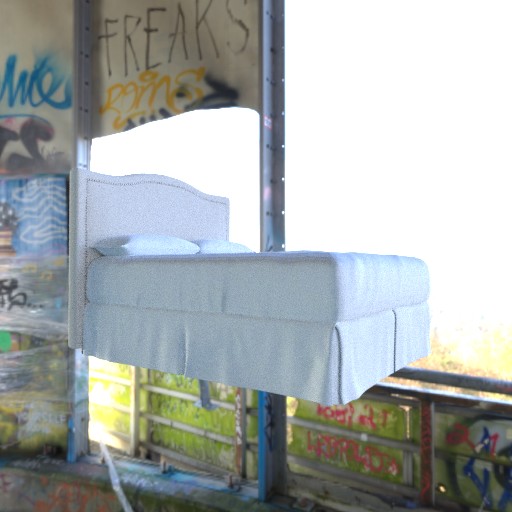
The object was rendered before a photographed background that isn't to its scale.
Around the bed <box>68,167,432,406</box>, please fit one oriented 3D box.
[{"bbox_3d":[0.000,0.000,3.316,2.143,1.460,1.753,-1,-1,36],"label":"bed"}]
